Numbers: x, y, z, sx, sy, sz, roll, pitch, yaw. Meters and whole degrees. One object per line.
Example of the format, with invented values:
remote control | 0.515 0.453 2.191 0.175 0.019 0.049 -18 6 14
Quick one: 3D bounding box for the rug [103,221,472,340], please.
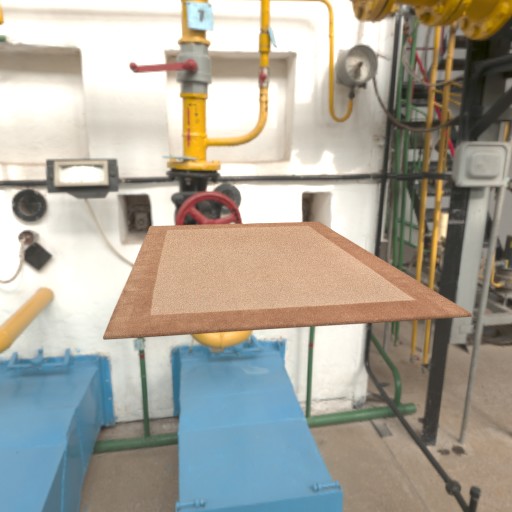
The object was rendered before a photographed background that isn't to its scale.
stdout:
rug | 0.000 0.000 2.303 1.219 0.014 1.829 -2 15 -8
